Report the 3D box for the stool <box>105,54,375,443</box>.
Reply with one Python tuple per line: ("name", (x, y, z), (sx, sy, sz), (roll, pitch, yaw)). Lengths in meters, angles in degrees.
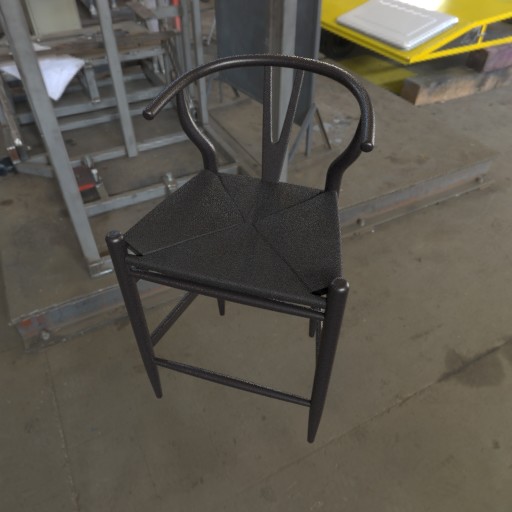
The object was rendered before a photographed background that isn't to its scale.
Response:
("stool", (0.000, 0.000, 1.318), (0.569, 0.970, 0.579), (12, 44, 12))
